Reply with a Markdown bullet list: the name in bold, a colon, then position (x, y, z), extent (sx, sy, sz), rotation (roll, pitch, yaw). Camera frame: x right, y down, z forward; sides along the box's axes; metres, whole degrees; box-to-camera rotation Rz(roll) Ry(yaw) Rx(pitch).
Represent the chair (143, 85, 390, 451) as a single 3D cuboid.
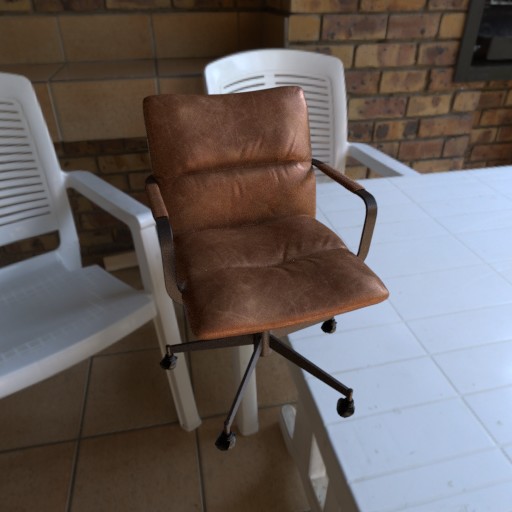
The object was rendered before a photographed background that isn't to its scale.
- **chair**: position (0.000, 0.000, 1.474), extent (0.727, 0.922, 0.754), rotation (-10, 33, -15)
